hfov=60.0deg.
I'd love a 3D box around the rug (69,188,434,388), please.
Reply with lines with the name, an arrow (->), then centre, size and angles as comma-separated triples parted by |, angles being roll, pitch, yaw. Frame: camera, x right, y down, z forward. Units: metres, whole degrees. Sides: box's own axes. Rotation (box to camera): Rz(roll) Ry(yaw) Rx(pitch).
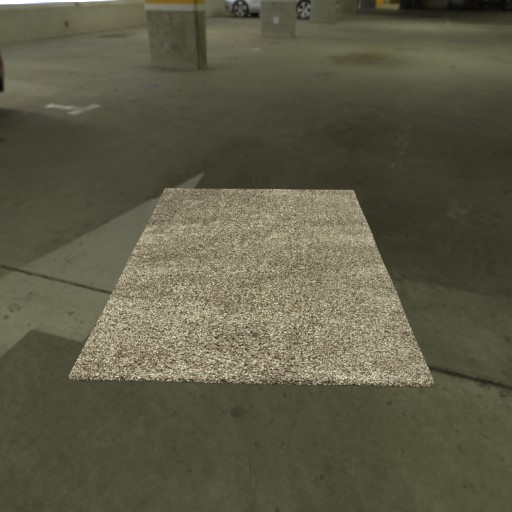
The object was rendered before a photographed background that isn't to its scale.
rug -> 0.000, 0.000, 2.135 | 1.198, 0.025, 1.601 | 1, 31, 1
